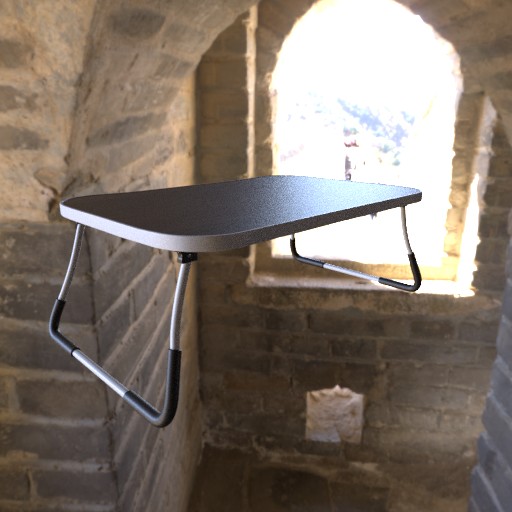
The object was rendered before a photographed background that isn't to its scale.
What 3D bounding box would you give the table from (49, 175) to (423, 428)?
[{"bbox_3d":[0.000,0.000,0.830,0.660,0.232,0.400,-16,23,-42],"label":"table"}]
